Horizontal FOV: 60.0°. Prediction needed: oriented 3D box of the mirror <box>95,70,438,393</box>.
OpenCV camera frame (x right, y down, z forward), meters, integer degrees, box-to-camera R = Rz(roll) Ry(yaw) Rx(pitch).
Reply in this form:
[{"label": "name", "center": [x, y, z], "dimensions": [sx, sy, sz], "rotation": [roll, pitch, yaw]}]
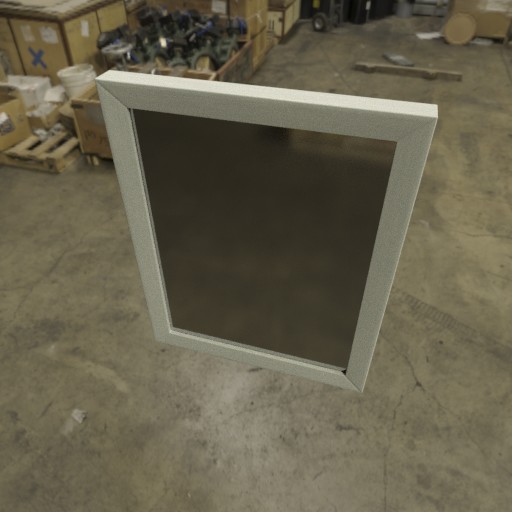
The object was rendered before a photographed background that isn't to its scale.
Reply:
[{"label": "mirror", "center": [0.000, 0.000, 0.682], "dimensions": [0.405, 0.508, 0.041], "rotation": [11, 41, 13]}]
